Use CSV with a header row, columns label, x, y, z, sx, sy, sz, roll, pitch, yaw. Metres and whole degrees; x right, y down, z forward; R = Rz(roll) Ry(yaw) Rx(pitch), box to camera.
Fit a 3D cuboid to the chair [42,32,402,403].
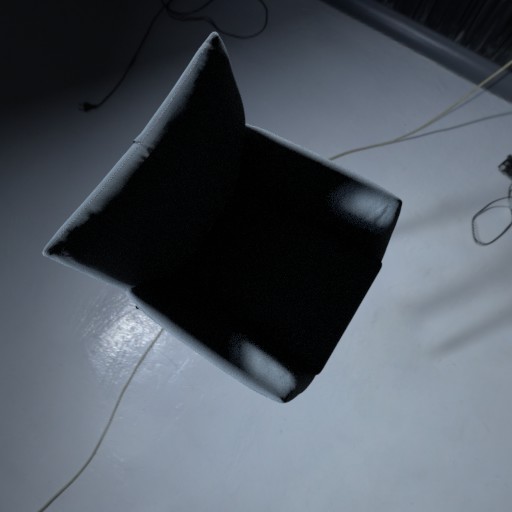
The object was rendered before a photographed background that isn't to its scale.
label,x,y,z,sx,sy,sz,roll,pitch,yaw
chair,0.000,0.000,1.382,0.709,0.858,0.678,32,78,8
